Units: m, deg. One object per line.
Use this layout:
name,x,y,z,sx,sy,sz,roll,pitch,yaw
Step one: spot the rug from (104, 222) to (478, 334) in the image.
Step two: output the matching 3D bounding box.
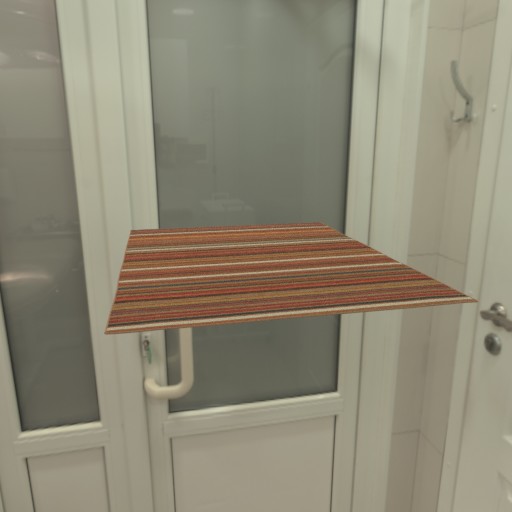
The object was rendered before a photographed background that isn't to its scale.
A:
rug,0.000,0.000,4.244,2.479,0.023,3.092,-3,15,-12
